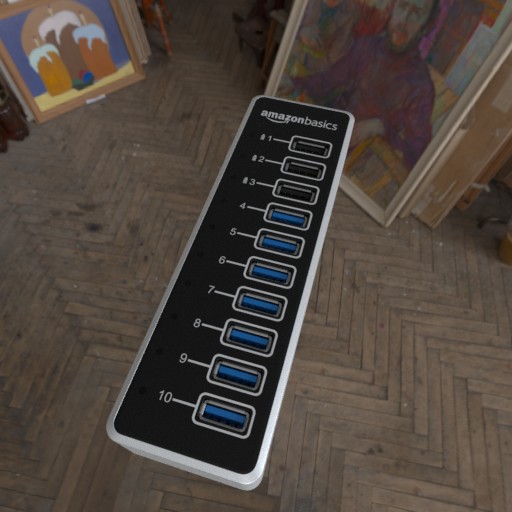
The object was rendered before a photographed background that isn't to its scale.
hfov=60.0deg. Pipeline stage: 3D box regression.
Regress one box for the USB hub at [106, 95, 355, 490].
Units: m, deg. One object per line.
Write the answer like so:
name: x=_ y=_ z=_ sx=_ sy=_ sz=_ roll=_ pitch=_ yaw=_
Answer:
USB hub: x=0.000 y=0.000 z=0.161 sx=0.044 sy=0.023 sz=0.145 roll=14 pitch=60 yaw=9
